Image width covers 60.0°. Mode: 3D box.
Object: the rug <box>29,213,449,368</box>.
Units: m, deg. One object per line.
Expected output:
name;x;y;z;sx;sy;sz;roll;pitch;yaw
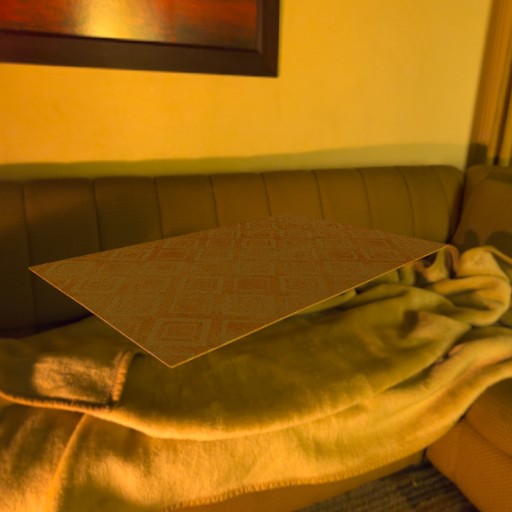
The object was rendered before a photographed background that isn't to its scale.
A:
rug;0.000;0.000;2.276;1.829;0.010;1.213;-16;23;-41
